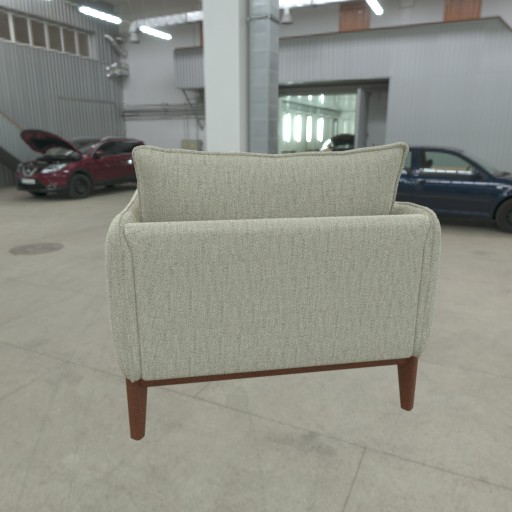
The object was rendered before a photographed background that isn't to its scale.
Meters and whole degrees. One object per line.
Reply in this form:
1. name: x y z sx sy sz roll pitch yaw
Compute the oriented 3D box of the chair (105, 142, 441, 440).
1. chair: 0.000 0.000 1.707 0.994 0.855 0.991 -3 15 -9
